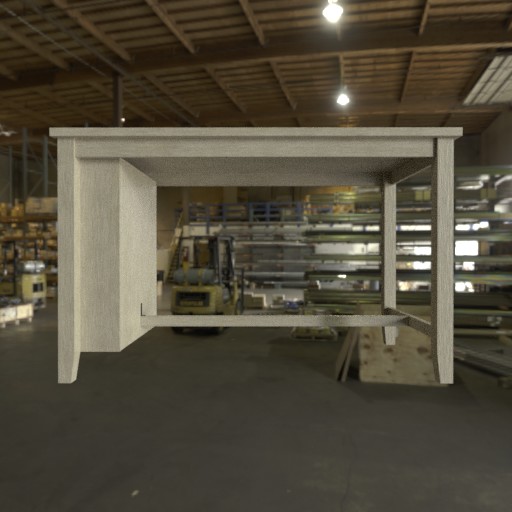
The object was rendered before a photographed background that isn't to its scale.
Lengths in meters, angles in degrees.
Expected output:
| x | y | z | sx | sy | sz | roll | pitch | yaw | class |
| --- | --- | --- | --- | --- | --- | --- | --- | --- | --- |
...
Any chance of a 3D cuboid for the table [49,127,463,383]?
| x | y | z | sx | sy | sz | roll | pitch | yaw | class |
| --- | --- | --- | --- | --- | --- | --- | --- | --- | --- |
| 0.000 | 0.000 | 1.866 | 1.397 | 0.874 | 0.729 | 0 | 0 | 0 | table |
